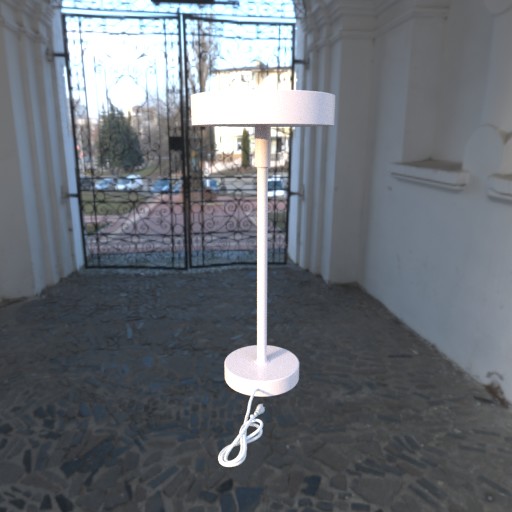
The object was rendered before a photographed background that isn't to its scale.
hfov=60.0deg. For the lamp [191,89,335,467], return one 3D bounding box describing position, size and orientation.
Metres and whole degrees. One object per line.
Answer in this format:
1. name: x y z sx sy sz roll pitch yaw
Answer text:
1. lamp: 0.000 0.000 0.706 0.229 0.508 0.369 2 15 9
